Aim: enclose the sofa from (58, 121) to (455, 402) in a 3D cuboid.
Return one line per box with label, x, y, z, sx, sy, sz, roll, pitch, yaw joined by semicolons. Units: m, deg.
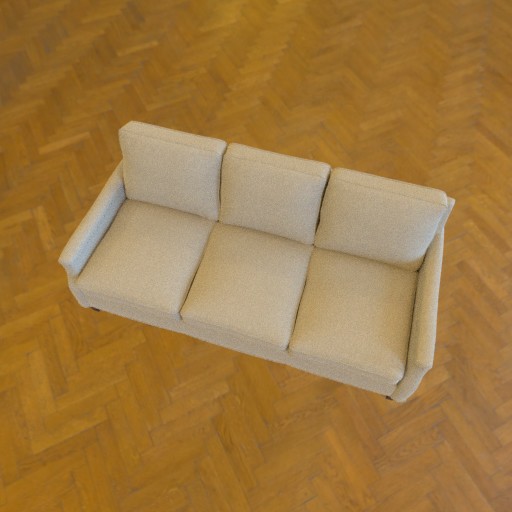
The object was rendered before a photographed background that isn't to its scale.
sofa;0.000;0.000;2.843;2.246;1.003;1.084;15;60;9
